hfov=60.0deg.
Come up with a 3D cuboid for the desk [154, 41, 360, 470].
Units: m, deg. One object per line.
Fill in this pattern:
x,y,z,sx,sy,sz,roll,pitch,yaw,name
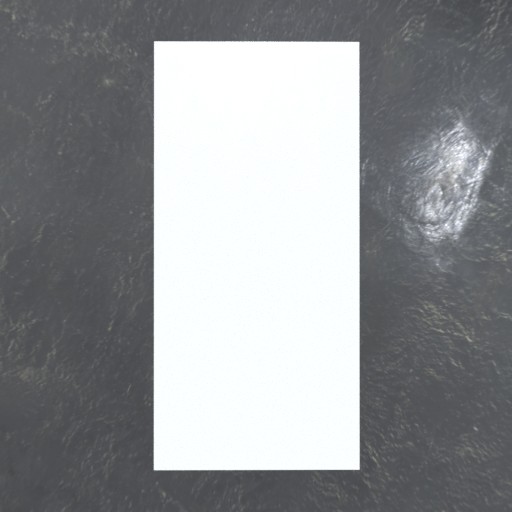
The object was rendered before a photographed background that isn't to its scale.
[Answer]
0.000,0.000,1.374,0.491,0.723,0.979,0,90,0,desk
